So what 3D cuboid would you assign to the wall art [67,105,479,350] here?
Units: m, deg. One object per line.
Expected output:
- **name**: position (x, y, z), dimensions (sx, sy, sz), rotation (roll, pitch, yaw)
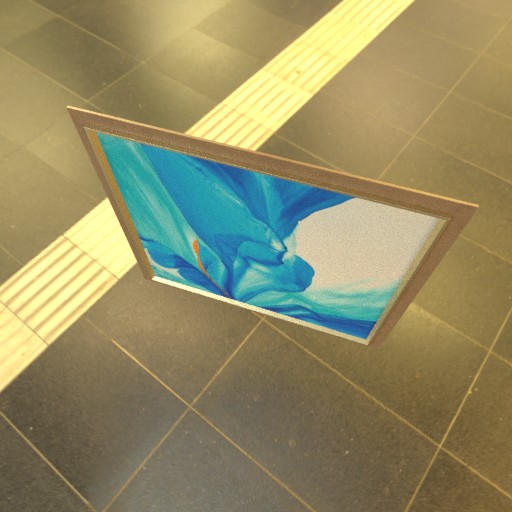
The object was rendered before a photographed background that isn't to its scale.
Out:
- **wall art**: position (0.000, 0.000, 1.656), dimensions (1.168, 1.067, 0.025), rotation (16, 60, 9)
